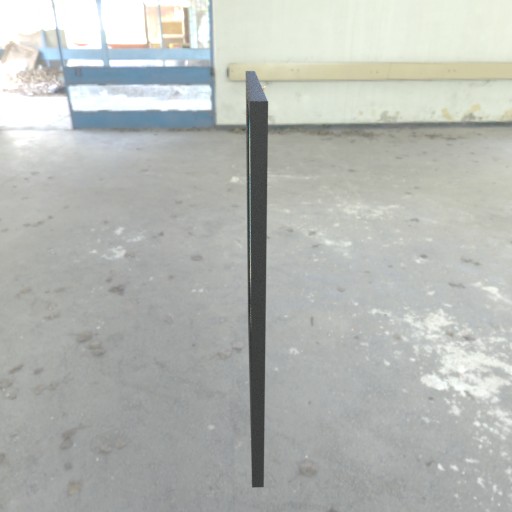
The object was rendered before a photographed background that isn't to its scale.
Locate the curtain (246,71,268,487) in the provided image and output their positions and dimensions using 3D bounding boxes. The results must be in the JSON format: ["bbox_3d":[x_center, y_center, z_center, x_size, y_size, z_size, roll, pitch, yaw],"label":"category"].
[{"bbox_3d":[0.000,0.000,0.795,0.027,0.585,0.483,-1,26,-2],"label":"curtain"}]
